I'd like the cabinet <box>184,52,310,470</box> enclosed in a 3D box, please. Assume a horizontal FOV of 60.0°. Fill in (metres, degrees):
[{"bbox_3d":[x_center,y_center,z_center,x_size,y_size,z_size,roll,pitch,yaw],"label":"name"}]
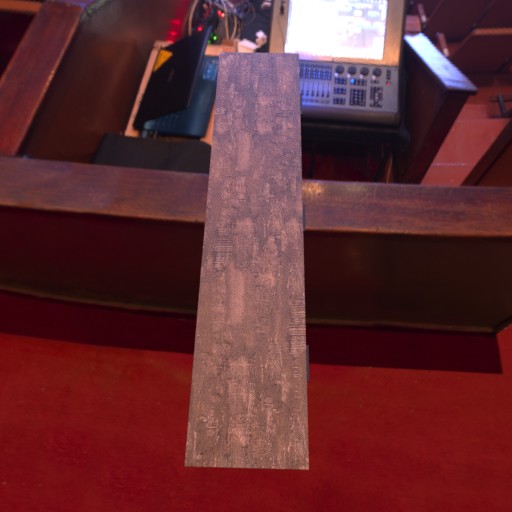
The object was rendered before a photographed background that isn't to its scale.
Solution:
[{"bbox_3d":[0.000,0.000,2.086,0.395,0.762,1.800,1,65,1],"label":"cabinet"}]
